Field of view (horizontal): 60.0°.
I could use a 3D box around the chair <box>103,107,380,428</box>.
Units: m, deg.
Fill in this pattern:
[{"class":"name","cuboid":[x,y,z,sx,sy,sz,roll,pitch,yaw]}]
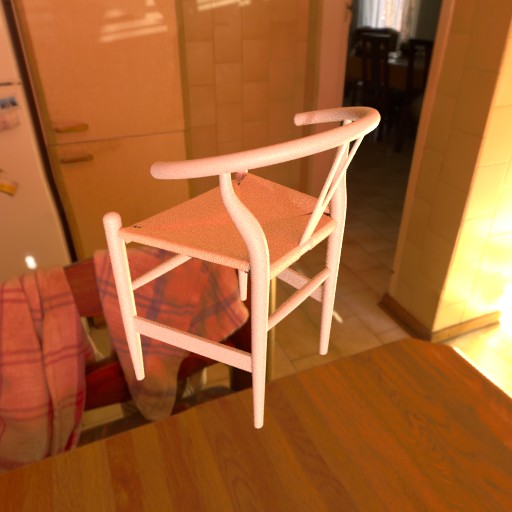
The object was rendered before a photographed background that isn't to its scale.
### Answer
[{"class":"chair","cuboid":[0.000,0.000,1.108,0.500,0.736,0.533,21,36,31]}]
